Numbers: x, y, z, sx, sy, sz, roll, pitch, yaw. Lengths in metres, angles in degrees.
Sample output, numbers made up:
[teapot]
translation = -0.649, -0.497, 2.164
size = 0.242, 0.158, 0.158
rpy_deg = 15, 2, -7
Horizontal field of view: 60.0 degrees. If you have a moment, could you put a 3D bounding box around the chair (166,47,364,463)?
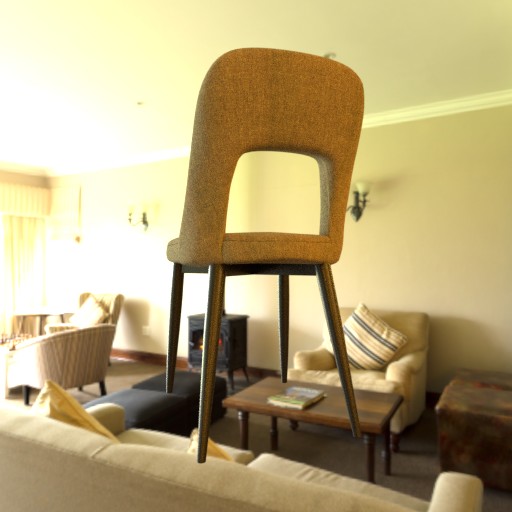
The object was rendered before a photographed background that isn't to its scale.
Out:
[chair]
translation = 0.000, 0.000, 1.278
size = 0.470, 0.931, 0.612
rpy_deg = 0, -1, -18
